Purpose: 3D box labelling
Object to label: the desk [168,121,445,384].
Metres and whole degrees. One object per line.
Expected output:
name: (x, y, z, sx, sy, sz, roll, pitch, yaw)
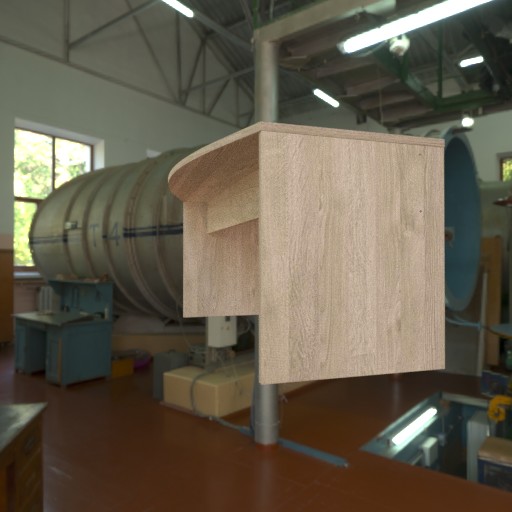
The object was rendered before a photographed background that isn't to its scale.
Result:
desk: (0.000, 0.000, 2.097, 0.802, 0.752, 1.600, 0, -1, -17)
